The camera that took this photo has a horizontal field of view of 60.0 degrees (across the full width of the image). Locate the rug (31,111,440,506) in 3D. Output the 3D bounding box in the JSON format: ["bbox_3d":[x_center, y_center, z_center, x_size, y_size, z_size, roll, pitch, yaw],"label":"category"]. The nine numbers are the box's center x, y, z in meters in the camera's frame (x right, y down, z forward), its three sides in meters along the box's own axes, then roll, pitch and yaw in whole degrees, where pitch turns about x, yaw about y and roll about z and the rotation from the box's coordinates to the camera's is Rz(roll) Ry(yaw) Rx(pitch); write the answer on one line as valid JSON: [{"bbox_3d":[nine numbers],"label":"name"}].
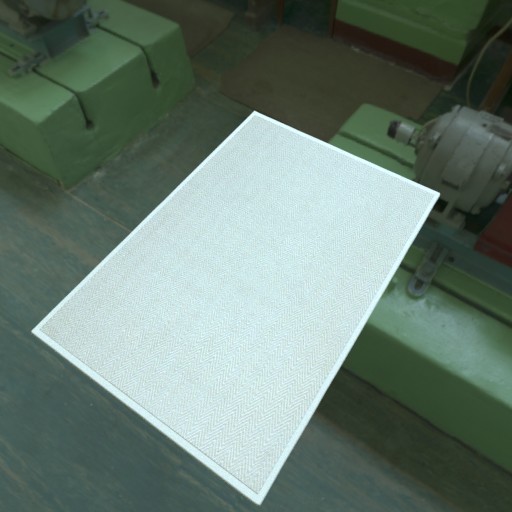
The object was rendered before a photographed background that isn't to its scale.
[{"bbox_3d":[0.000,0.000,2.745,1.532,0.017,2.244,29,62,18],"label":"rug"}]
